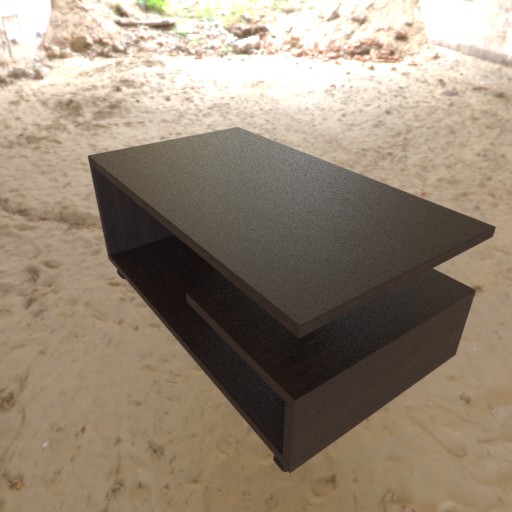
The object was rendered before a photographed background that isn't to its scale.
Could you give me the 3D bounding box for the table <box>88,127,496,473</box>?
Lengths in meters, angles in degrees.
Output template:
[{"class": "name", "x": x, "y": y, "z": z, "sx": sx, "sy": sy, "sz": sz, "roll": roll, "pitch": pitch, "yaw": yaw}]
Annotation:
[{"class": "table", "x": 0.000, "y": 0.000, "z": 1.343, "sx": 0.590, "sy": 0.460, "sz": 1.050, "roll": -21, "pitch": 37, "yaw": -30}]
